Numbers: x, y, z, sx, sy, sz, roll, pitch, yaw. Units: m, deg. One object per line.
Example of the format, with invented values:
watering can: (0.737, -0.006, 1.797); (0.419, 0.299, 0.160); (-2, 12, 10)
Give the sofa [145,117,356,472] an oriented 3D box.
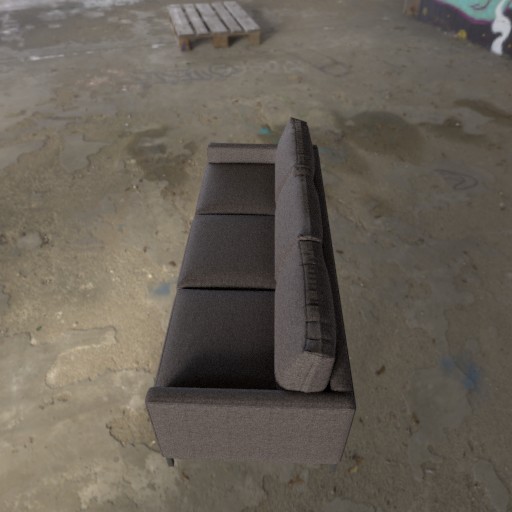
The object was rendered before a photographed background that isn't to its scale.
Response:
sofa: (0.000, 0.000, 2.706); (0.876, 0.882, 2.253); (1, 41, 1)
